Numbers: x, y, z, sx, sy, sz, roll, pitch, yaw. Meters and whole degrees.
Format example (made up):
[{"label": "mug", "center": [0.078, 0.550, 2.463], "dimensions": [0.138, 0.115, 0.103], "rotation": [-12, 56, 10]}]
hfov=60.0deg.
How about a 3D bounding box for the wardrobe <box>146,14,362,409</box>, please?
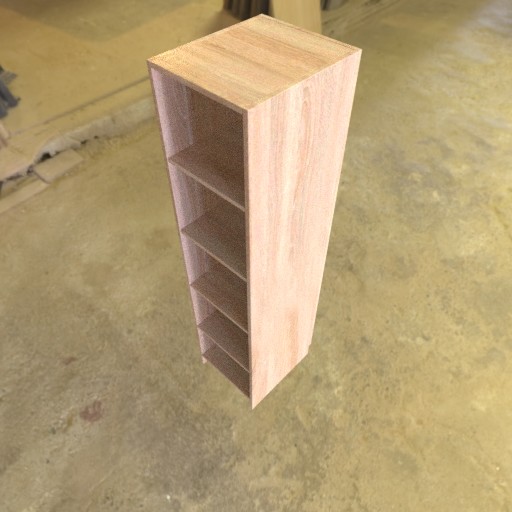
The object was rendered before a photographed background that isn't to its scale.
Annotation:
[{"label": "wardrobe", "center": [0.000, 0.000, 2.347], "dimensions": [0.496, 2.117, 0.588], "rotation": [35, 57, 28]}]
